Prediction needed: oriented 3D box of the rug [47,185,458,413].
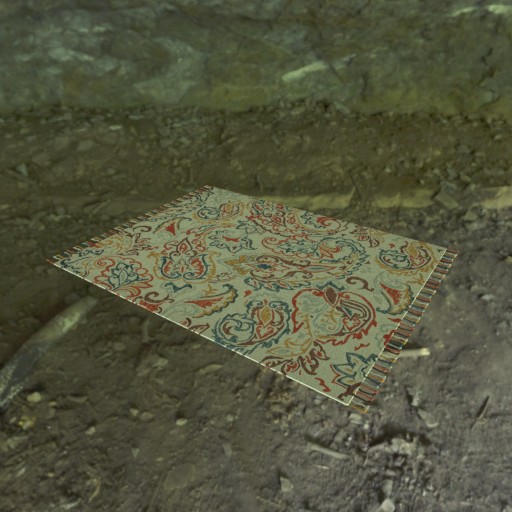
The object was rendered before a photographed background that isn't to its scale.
[{"bbox_3d":[0.000,0.000,4.384,3.274,0.015,2.439,19,35,29],"label":"rug"}]
